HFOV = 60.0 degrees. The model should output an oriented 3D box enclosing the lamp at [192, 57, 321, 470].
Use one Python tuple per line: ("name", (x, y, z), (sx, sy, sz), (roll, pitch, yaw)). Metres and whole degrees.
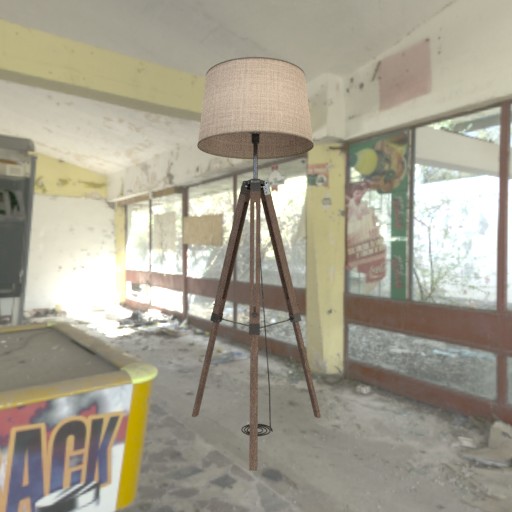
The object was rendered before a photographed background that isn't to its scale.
("lamp", (0.000, 0.000, 1.851), (0.604, 1.510, 0.587), (0, 1, 0))
